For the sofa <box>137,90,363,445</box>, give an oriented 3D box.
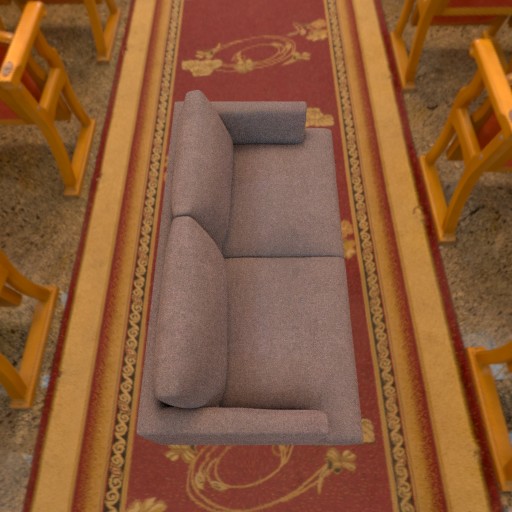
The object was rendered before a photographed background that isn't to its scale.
[{"bbox_3d":[0.000,0.000,2.497,1.020,0.868,1.948,0,63,0],"label":"sofa"}]
